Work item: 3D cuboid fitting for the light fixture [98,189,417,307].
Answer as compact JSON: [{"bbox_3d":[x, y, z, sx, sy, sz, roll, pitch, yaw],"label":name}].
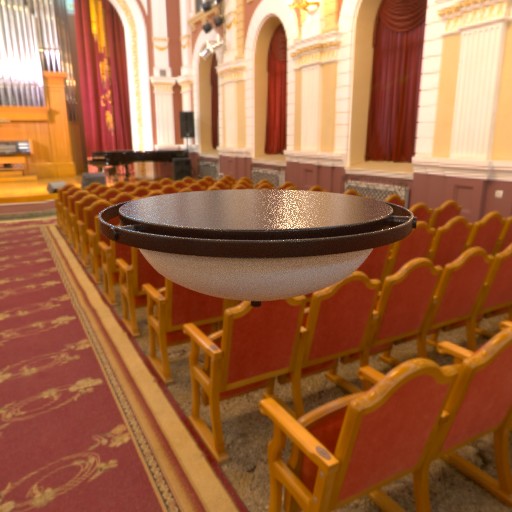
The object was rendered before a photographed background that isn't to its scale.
[{"bbox_3d":[0.000,0.000,0.551,0.361,0.130,0.361,0,15,0],"label":"light fixture"}]
